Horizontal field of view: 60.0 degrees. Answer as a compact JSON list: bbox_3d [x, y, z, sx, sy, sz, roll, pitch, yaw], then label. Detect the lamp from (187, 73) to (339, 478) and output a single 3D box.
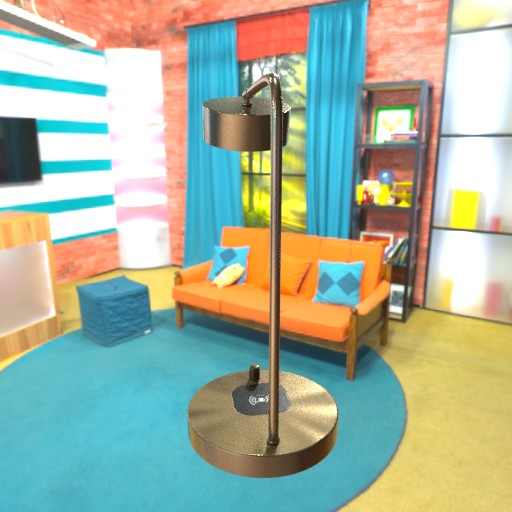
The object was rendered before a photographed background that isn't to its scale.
[{"bbox_3d":[0.000,0.000,0.515,0.171,0.380,0.270,-2,14,-9],"label":"lamp"}]
